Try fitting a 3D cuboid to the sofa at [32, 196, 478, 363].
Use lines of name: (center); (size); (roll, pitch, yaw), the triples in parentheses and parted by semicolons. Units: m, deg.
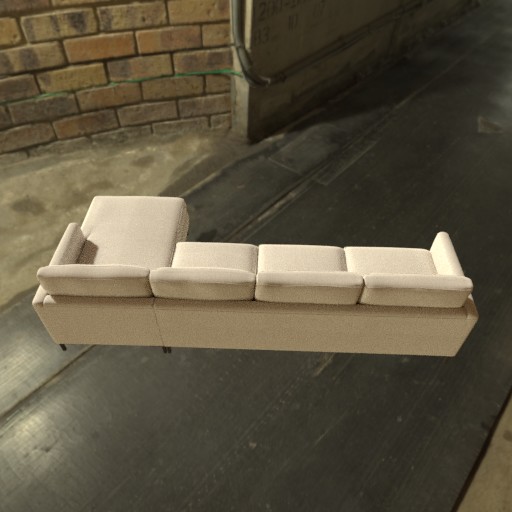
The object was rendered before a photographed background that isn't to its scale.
sofa: (0.000, 0.000, 2.865); (2.445, 0.677, 1.126); (2, 47, 2)
